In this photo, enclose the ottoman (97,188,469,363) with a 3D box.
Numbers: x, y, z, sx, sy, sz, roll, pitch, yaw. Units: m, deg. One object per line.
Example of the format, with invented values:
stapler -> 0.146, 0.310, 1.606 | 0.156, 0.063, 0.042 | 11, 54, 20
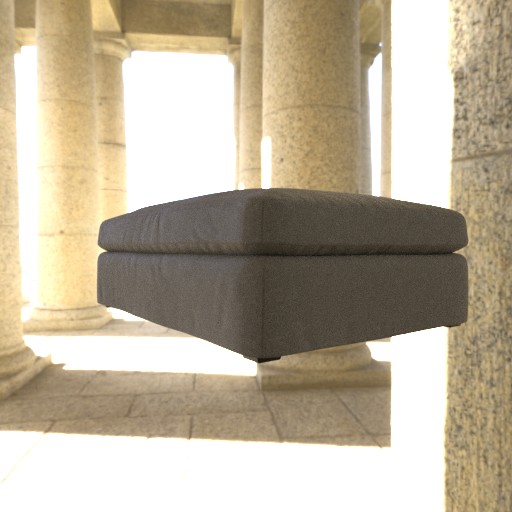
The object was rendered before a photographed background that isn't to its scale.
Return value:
ottoman -> 0.000, 0.000, 1.617 | 0.840, 0.429, 1.199 | -1, 1, -35
